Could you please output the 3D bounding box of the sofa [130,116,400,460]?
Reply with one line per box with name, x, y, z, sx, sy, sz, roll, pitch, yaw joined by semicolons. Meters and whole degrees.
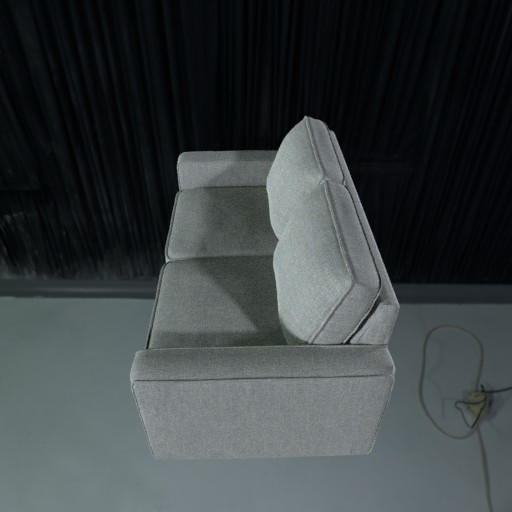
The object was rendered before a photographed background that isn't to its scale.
sofa;0.000;0.000;2.241;0.945;0.915;1.706;-1;40;-1
